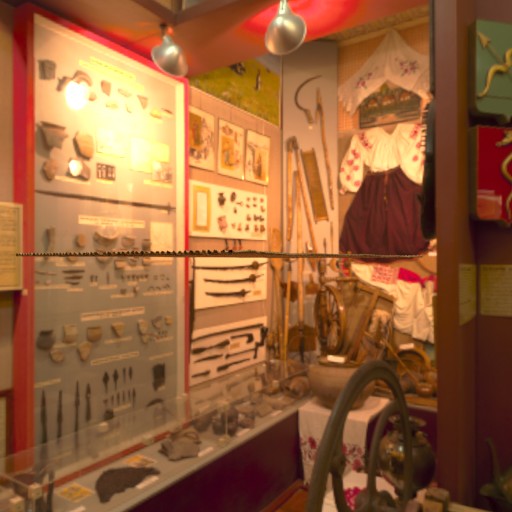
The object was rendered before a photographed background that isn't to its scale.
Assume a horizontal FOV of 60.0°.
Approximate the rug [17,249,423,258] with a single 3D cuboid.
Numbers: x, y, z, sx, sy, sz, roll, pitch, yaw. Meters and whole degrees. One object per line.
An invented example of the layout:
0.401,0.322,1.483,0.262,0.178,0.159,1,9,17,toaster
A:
0.000,0.000,2.960,1.530,0.025,2.431,0,-1,36,rug
